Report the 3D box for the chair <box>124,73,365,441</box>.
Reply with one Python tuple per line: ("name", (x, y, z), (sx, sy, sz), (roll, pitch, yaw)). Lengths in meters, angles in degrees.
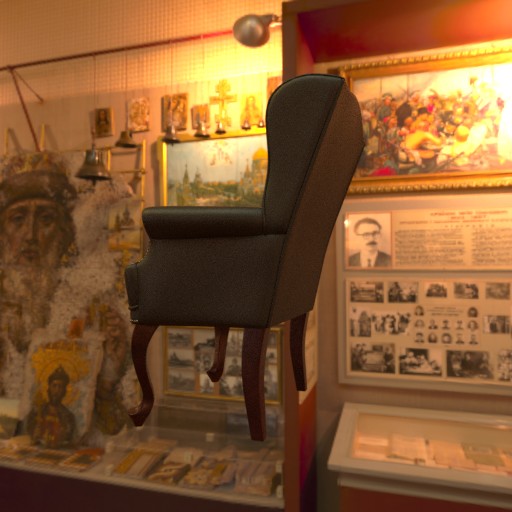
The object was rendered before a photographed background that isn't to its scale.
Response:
("chair", (0.000, 0.000, 1.645), (0.762, 1.111, 0.838), (-1, -2, 19))
